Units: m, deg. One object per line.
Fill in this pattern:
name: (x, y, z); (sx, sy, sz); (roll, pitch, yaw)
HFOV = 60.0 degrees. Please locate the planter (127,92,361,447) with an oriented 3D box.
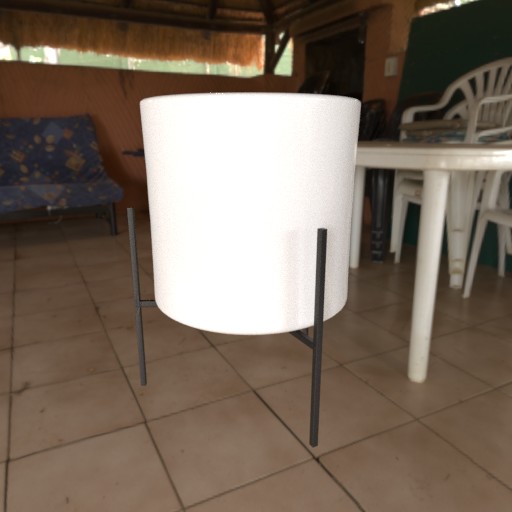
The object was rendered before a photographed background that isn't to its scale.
planter: (0.000, 0.000, 0.724); (0.360, 0.480, 0.361); (-8, 18, -27)
